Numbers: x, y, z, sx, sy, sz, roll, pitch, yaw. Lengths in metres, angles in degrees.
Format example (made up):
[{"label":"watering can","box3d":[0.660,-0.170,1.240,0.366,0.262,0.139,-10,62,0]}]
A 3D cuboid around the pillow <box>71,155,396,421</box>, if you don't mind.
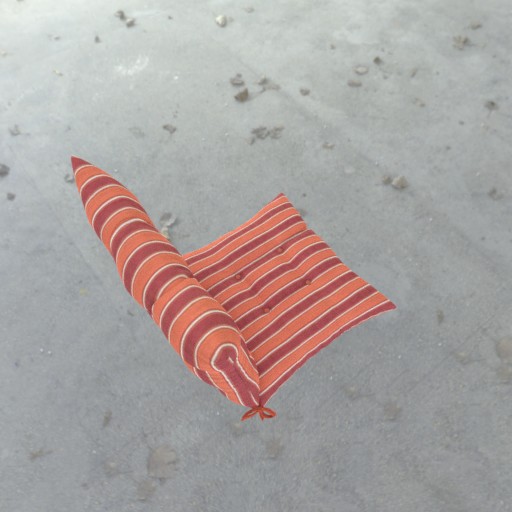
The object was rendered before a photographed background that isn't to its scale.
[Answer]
[{"label":"pillow","box3d":[0.000,0.000,1.030,0.585,0.536,0.541,-32,63,-19]}]
